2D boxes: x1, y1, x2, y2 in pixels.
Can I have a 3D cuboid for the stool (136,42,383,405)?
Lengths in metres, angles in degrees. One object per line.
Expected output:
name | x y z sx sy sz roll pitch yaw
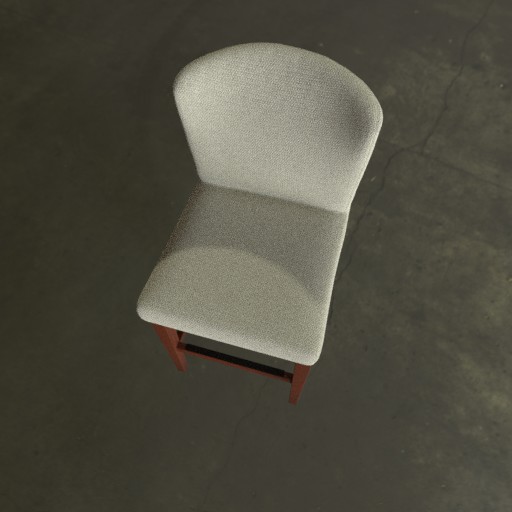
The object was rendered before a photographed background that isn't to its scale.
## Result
stool | 0.000 0.000 1.276 0.481 0.969 0.568 14 60 8
